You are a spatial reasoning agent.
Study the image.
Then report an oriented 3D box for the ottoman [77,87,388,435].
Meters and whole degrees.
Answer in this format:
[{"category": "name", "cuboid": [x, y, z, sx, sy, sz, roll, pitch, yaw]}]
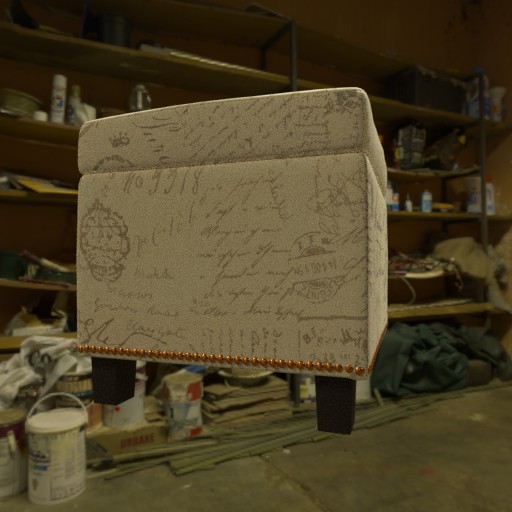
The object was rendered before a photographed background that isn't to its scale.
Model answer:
[{"category": "ottoman", "cuboid": [0.000, 0.000, 0.817, 0.449, 0.457, 0.450, 0, -1, 19]}]
